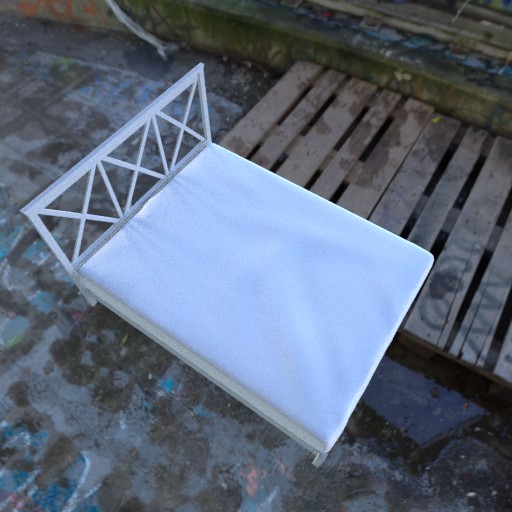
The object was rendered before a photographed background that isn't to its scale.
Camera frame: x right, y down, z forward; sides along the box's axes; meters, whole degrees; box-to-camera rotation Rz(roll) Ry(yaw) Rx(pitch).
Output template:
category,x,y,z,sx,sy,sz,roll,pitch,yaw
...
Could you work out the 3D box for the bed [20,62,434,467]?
category,x,y,z,sx,sy,sz,roll,pitch,yaw
bed,0.000,0.000,3.113,2.135,1.253,1.673,30,63,17
